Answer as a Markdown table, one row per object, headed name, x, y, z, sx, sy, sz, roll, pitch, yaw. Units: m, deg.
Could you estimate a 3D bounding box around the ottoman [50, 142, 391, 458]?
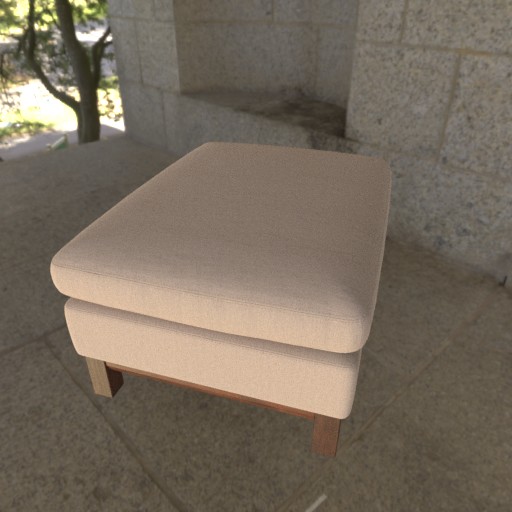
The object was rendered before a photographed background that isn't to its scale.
| name | x | y | z | sx | sy | sz | roll | pitch | yaw |
| --- | --- | --- | --- | --- | --- | --- | --- | --- | --- |
| ottoman | 0.000 | 0.000 | 1.122 | 0.606 | 0.420 | 0.771 | 9 | 32 | 15 |
